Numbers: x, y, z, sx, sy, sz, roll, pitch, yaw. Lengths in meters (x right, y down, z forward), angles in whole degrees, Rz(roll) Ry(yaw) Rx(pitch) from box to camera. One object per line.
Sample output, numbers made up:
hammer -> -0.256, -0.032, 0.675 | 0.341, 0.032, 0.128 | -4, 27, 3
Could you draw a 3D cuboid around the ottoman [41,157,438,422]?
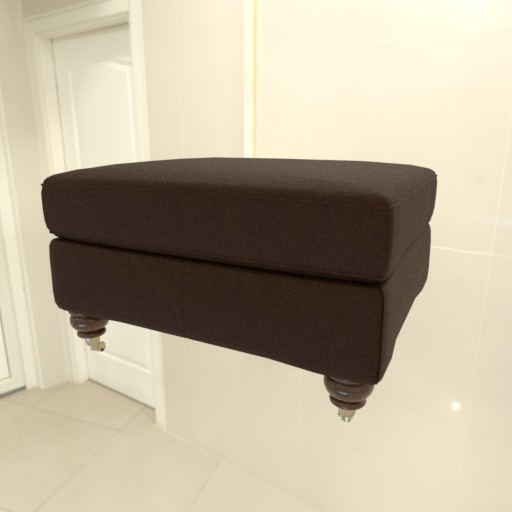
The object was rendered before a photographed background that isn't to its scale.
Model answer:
ottoman -> 0.000, 0.000, 1.726 | 1.187, 0.730, 0.967 | 8, 17, 26
